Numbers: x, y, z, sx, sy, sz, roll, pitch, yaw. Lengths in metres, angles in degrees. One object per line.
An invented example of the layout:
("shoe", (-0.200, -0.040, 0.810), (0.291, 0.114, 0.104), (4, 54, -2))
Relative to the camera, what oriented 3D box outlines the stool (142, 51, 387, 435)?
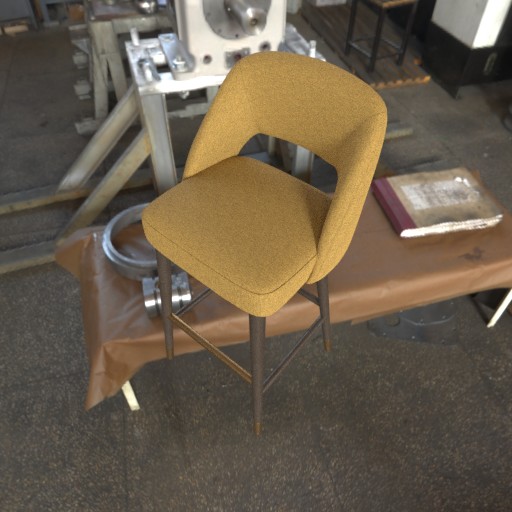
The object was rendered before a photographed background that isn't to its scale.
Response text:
("stool", (0.000, 0.000, 1.349), (0.536, 1.032, 0.522), (32, 55, 26))
